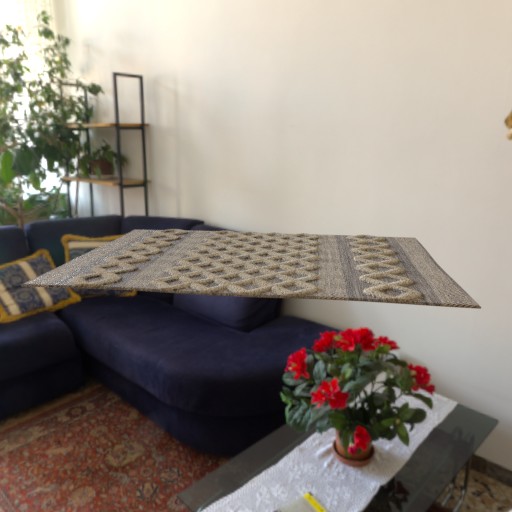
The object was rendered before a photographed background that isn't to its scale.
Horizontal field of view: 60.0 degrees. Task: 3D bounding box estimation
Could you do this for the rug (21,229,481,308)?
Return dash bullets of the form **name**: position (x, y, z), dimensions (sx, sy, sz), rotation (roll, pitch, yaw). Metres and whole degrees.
- **rug**: position (0.000, 0.000, 2.939), dimensions (2.333, 0.033, 1.513), rotation (2, 15, 8)
